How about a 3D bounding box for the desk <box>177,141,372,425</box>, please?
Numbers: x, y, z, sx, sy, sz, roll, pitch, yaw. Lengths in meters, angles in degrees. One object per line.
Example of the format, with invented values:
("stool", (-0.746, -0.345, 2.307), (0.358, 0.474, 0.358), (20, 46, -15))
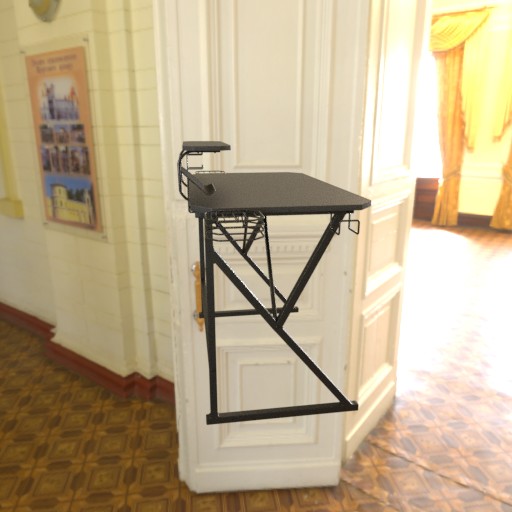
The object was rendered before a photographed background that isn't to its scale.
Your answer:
("desk", (0.000, 0.000, 1.779), (0.580, 0.880, 1.290), (-2, 16, -8))
